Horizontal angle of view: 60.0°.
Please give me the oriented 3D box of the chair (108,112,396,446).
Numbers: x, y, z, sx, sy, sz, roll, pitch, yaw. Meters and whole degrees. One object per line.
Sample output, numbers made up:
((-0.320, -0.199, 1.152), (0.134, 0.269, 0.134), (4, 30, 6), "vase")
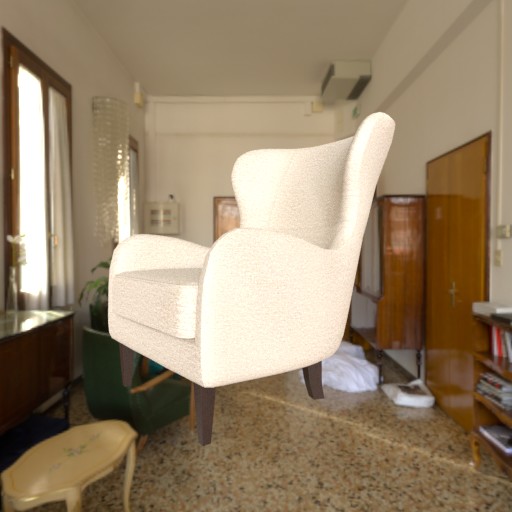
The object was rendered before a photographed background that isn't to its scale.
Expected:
((0.000, 0.000, 1.782), (0.984, 1.064, 0.861), (-1, 2, -35), "chair")
